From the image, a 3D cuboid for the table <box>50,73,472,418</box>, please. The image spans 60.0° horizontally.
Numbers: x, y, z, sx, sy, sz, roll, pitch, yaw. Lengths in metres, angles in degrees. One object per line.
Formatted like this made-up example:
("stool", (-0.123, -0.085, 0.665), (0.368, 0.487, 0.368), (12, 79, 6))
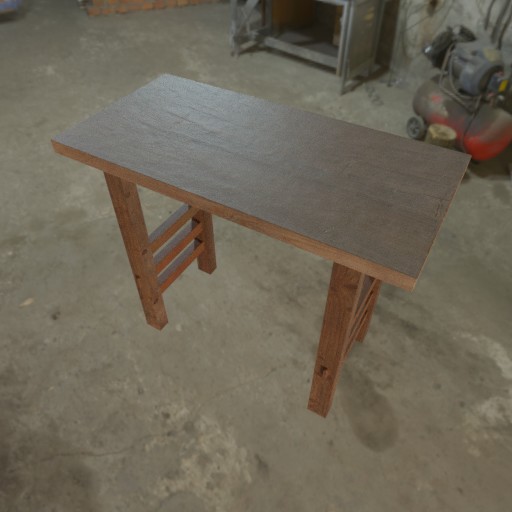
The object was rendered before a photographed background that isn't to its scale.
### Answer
("table", (0.000, 0.000, 1.634), (1.119, 0.914, 0.556), (23, 49, 21))
